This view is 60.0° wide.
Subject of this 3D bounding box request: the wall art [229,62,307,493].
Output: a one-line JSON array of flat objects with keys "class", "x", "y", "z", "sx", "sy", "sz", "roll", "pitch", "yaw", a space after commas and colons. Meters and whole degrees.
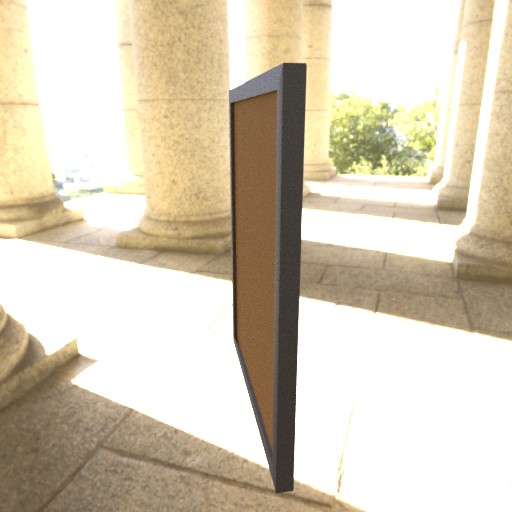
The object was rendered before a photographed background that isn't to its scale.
[{"class": "wall art", "x": 0.000, "y": 0.000, "z": 0.758, "sx": 0.029, "sy": 0.558, "sz": 0.458, "roll": -3, "pitch": 17, "yaw": -10}]
